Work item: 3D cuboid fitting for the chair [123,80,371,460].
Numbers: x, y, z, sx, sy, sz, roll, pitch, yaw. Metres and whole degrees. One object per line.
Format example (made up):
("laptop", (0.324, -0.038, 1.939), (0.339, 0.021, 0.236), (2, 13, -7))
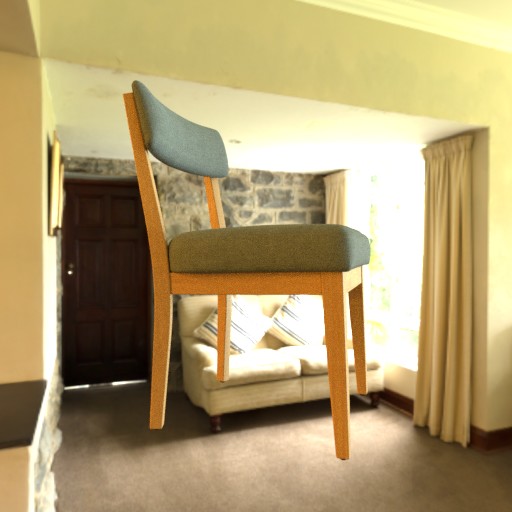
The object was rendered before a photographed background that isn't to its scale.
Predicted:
("chair", (0.000, 0.000, 1.195), (0.572, 0.832, 0.508), (0, 1, 19))
